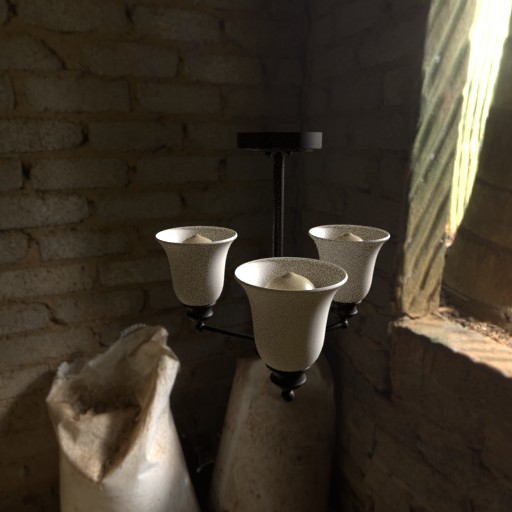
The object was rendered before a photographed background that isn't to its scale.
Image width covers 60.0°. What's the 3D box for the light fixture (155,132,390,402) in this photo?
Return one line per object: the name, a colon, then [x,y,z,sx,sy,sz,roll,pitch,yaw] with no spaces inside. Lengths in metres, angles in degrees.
light fixture: [0.000,0.000,0.691,0.354,0.370,0.388,7,17,26]
